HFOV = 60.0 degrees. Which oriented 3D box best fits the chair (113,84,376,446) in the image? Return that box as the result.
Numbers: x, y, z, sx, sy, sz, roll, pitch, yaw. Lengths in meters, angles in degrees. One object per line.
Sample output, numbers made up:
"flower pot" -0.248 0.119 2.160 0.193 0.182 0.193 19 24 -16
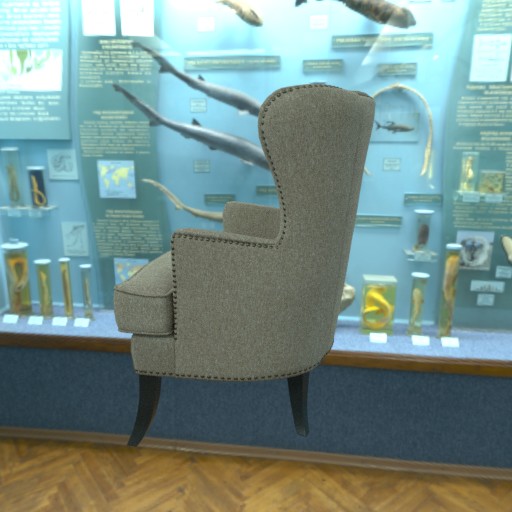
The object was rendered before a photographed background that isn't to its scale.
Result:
"chair" 0.000 0.000 1.570 0.758 1.060 0.759 2 14 8
